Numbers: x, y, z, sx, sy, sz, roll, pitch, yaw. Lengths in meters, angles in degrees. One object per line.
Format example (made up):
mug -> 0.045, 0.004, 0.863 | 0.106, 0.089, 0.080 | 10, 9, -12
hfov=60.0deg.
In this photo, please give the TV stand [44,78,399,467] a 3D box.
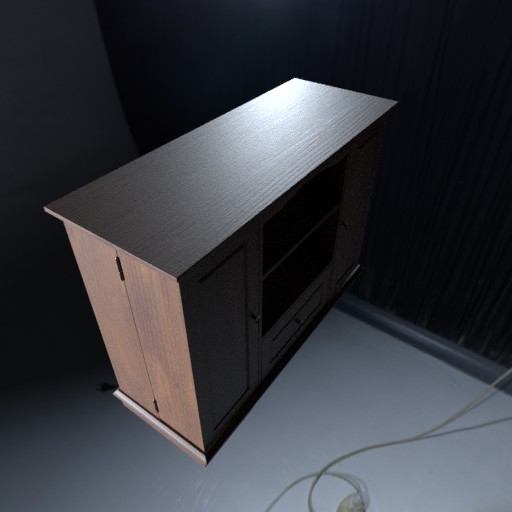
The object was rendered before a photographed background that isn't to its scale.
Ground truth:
TV stand -> 0.000, 0.000, 1.495 | 0.406, 0.813, 1.067 | 25, 46, 27
